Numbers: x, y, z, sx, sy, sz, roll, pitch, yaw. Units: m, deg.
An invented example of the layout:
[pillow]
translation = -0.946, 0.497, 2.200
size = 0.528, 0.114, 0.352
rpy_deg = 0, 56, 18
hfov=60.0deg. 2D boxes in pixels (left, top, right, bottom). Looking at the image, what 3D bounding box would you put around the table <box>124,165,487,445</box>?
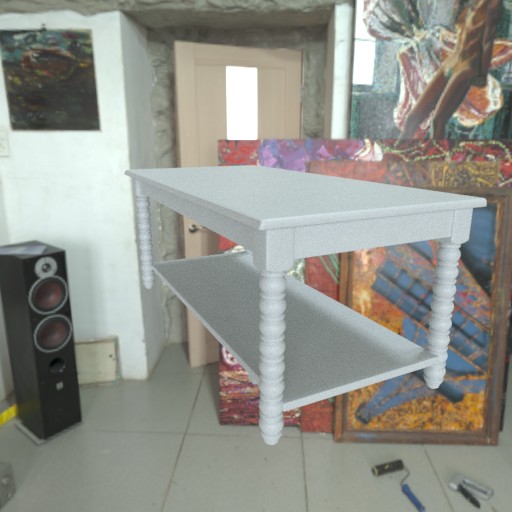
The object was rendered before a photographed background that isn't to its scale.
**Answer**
[table]
translation = 0.000, 0.000, 1.431
size = 0.580, 0.487, 1.171
rpy_deg = -8, 17, -26
